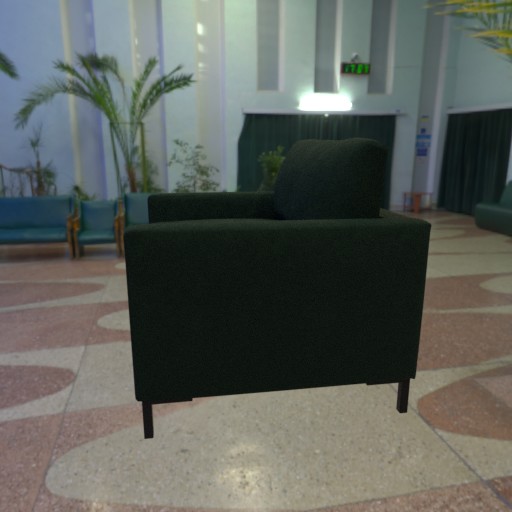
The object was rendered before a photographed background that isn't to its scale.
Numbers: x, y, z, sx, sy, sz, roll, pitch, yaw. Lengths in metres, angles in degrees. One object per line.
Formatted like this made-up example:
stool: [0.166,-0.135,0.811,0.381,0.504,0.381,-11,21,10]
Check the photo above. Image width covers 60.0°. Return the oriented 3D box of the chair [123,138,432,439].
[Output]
chair: [0.000,0.000,1.669,0.866,0.861,0.963,-2,14,-9]
